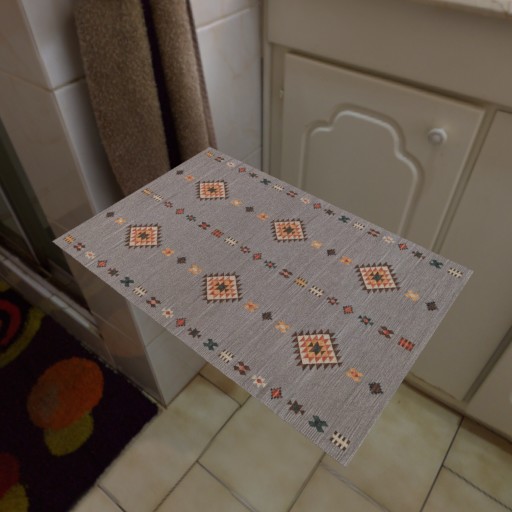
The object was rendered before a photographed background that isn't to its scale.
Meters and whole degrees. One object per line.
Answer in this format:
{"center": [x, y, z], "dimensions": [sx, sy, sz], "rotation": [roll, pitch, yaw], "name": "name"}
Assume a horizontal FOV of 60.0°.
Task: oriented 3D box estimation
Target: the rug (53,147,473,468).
{"center": [0.000, 0.000, 2.294], "dimensions": [1.818, 0.005, 1.217], "rotation": [30, 53, 27], "name": "rug"}
